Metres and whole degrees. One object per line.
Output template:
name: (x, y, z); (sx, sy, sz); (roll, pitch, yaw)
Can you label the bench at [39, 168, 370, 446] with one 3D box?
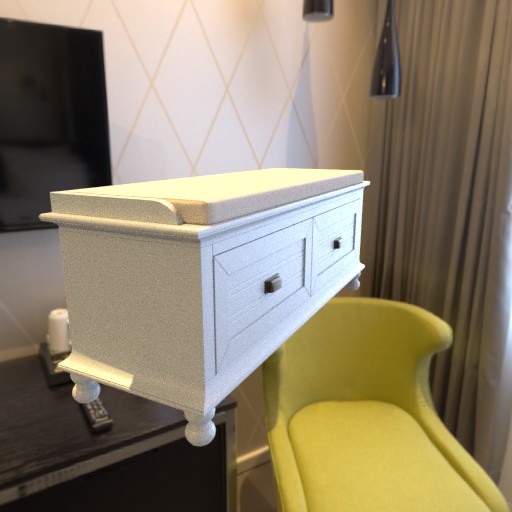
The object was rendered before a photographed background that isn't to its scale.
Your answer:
bench: (0.000, 0.000, 1.390); (0.402, 0.486, 1.185); (7, 16, 27)
